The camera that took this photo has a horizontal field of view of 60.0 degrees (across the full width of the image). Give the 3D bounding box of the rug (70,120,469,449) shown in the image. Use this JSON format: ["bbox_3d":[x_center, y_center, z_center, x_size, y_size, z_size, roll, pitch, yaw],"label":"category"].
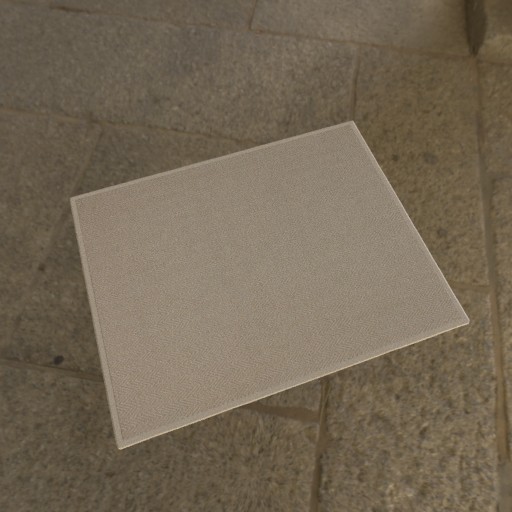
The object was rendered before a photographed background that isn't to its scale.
[{"bbox_3d":[0.000,0.000,4.070,3.051,0.020,2.407,-17,65,-8],"label":"rug"}]
